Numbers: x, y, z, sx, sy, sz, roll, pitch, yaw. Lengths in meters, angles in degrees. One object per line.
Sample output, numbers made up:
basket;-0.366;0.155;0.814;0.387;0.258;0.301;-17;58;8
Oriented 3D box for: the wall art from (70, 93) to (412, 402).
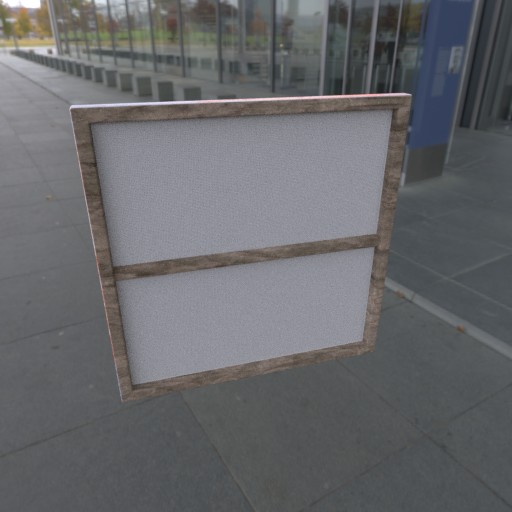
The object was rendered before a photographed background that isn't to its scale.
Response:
wall art;0.000;0.000;1.113;0.747;0.747;0.035;-7;27;-15
